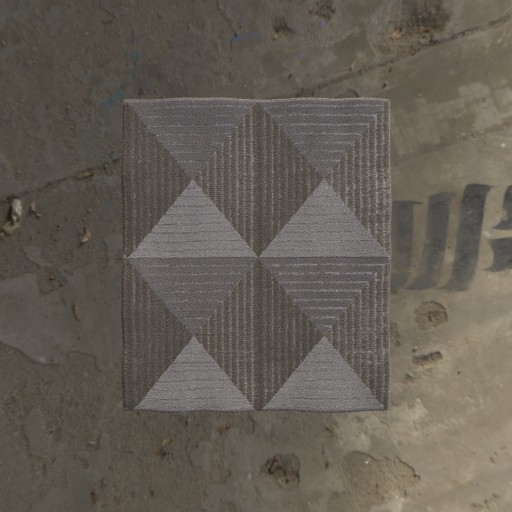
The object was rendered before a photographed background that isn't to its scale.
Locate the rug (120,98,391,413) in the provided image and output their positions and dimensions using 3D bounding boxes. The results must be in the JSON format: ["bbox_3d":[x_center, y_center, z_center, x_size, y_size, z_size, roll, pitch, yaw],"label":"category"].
[{"bbox_3d":[0.000,0.000,0.904,0.551,0.008,0.642,0,91,0],"label":"rug"}]
